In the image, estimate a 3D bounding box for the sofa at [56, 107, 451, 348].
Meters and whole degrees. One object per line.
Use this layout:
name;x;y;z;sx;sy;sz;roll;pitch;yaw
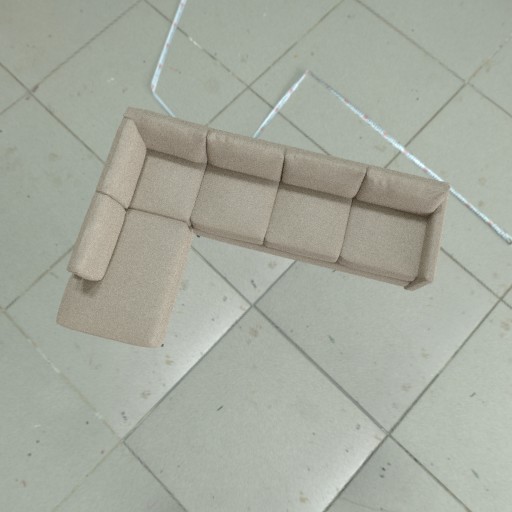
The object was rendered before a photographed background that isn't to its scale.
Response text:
sofa;0.000;0.000;3.133;2.423;0.703;1.617;14;76;3
